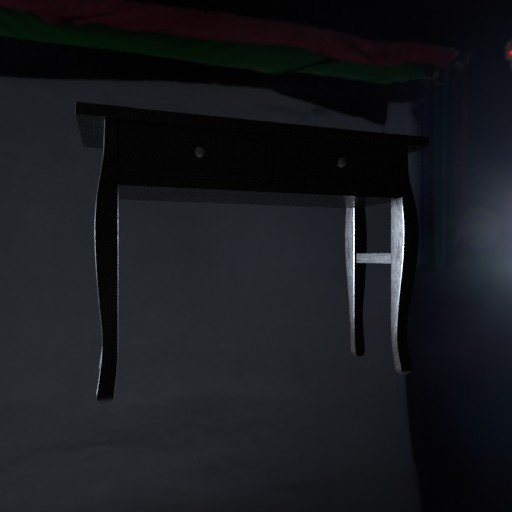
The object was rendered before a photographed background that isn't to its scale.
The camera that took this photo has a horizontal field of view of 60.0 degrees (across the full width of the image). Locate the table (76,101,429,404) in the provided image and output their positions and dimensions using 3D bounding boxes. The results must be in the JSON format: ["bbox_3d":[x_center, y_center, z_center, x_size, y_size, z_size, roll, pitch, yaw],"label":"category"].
[{"bbox_3d":[0.000,0.000,1.437,1.062,0.768,0.373,0,0,-18],"label":"table"}]
